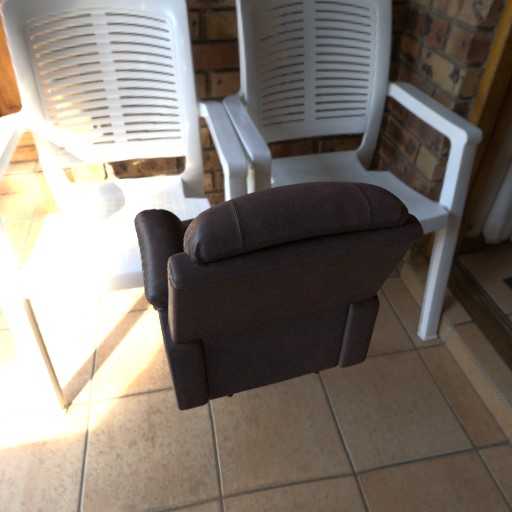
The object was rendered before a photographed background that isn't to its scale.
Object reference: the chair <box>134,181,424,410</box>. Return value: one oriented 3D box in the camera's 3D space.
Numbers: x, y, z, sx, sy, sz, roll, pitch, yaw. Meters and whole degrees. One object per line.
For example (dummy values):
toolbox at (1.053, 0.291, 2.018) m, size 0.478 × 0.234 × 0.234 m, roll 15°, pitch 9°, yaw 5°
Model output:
chair at (0.000, 0.000, 1.693) m, size 0.855 × 0.992 × 0.919 m, roll -11°, pitch 41°, yaw -13°
